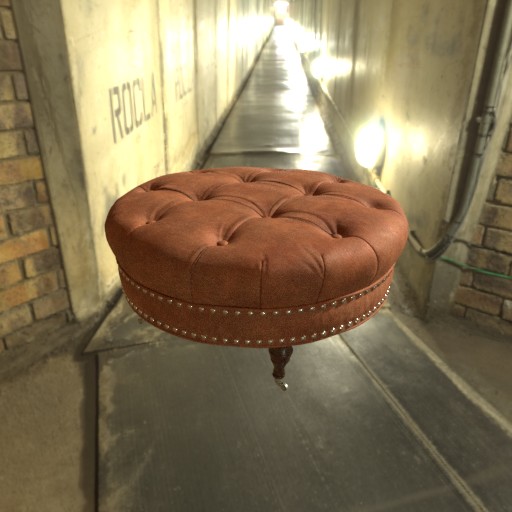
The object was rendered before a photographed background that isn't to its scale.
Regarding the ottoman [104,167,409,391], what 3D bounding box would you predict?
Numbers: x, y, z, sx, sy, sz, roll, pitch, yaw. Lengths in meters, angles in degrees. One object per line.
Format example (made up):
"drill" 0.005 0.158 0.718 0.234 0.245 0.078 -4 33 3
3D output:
"ottoman" 0.000 0.000 1.428 0.901 0.444 0.901 0 25 0
